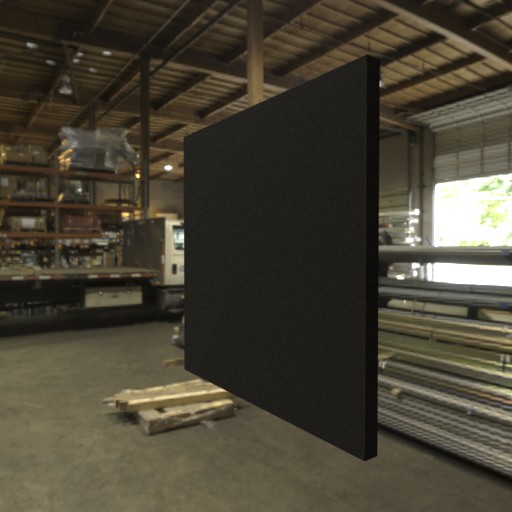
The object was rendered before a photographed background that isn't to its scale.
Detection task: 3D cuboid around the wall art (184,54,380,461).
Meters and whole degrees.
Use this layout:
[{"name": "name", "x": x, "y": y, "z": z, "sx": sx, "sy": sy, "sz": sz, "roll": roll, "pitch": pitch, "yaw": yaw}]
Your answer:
[{"name": "wall art", "x": 0.000, "y": 0.000, "z": 1.149, "sx": 0.038, "sy": 0.762, "sz": 0.762, "roll": -1, "pitch": 2, "yaw": -35}]
